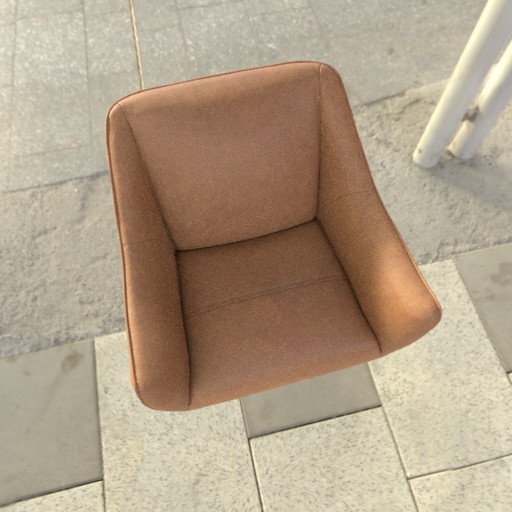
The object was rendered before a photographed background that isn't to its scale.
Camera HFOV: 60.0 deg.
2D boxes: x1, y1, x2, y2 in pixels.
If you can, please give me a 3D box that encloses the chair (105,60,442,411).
[{"bbox_3d":[0.000,0.000,1.512,0.871,0.830,0.852,-14,64,-7],"label":"chair"}]
